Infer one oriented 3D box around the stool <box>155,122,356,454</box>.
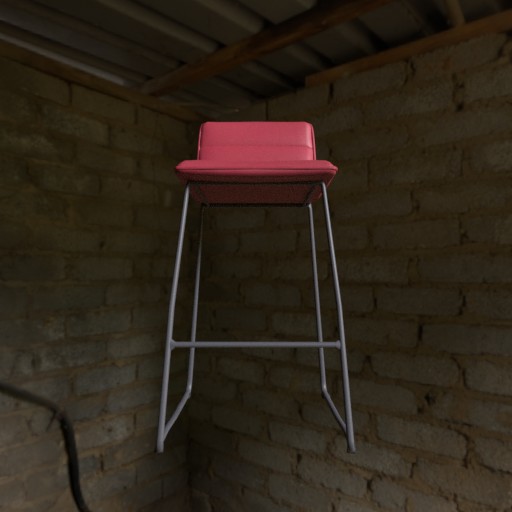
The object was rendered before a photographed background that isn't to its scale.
[{"bbox_3d":[0.000,0.000,1.279,0.489,0.937,0.524,0,-2,0],"label":"stool"}]
